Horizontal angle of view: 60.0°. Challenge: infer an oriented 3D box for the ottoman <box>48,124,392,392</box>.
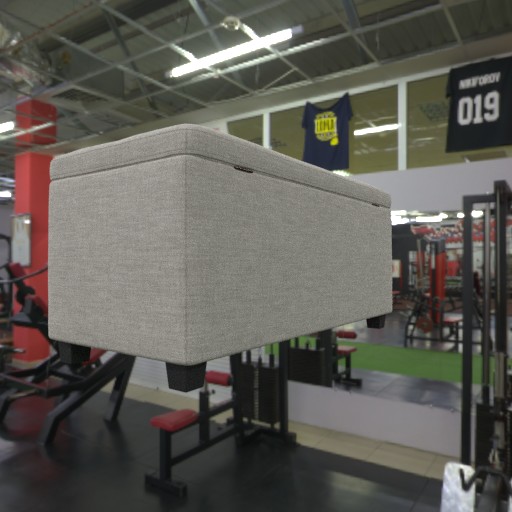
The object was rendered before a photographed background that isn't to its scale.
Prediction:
[{"bbox_3d":[0.000,0.000,1.127,0.419,0.432,0.902,-1,-1,36],"label":"ottoman"}]
